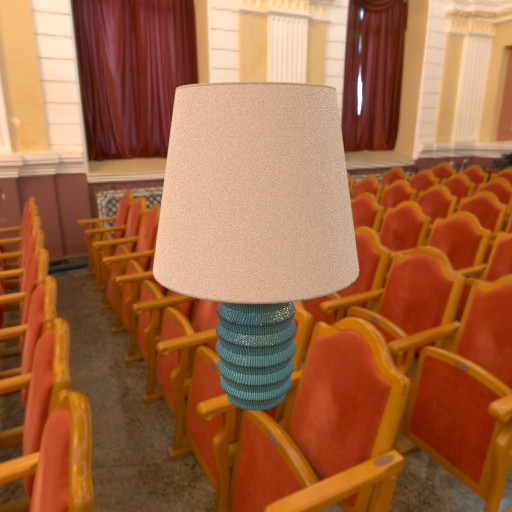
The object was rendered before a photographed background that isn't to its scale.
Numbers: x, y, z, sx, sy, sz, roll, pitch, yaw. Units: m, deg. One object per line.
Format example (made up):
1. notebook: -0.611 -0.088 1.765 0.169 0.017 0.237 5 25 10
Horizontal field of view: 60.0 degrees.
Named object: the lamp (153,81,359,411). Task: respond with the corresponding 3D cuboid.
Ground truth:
1. lamp: 0.000 0.000 0.556 0.254 0.392 0.254 0 16 0
